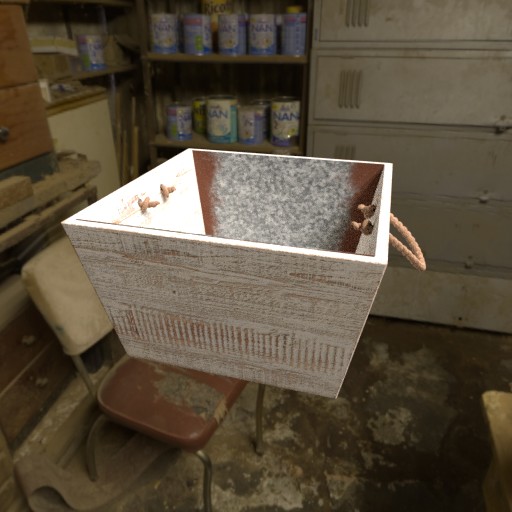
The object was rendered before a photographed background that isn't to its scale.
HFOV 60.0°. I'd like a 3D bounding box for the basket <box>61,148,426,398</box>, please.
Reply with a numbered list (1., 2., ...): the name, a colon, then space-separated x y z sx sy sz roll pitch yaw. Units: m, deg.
1. basket: 0.000 0.000 0.761 0.545 0.247 0.413 8 28 14
